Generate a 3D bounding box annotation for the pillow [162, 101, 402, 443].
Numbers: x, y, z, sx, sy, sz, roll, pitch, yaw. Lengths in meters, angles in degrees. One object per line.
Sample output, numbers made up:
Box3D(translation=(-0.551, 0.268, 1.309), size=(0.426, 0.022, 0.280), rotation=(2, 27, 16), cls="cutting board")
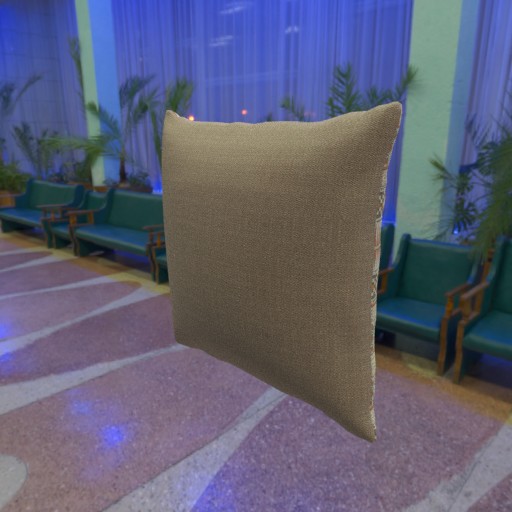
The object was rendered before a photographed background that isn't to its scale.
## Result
Box3D(translation=(0.000, 0.000, 0.803), size=(0.521, 0.519, 0.215), rotation=(15, 21, 42), cls="pillow")
